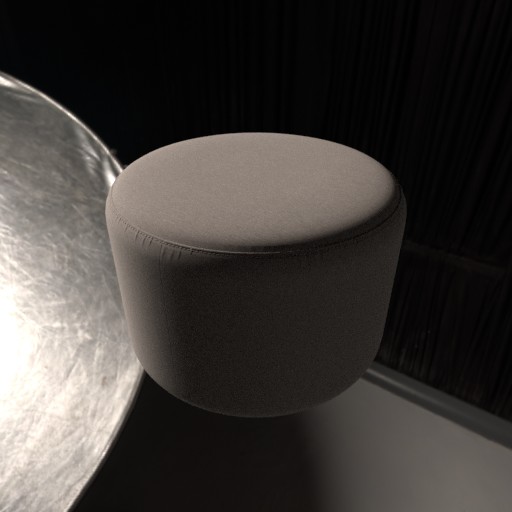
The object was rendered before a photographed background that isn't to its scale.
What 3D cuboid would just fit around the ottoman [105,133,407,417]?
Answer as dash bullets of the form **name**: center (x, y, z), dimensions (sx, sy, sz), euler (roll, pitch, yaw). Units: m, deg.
- **ottoman**: center (0.000, 0.000, 1.009), dimensions (0.608, 0.433, 0.608), euler (0, 32, 0)
